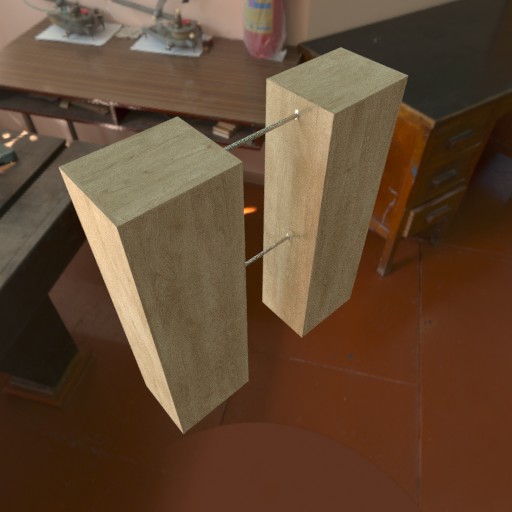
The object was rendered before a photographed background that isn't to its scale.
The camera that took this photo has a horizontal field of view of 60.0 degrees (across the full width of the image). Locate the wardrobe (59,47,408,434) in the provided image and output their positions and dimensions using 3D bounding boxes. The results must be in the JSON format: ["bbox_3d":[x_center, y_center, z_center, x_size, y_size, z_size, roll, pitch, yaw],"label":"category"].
[{"bbox_3d":[0.000,0.000,2.859,1.770,2.000,0.480,-33,56,-26],"label":"wardrobe"}]
